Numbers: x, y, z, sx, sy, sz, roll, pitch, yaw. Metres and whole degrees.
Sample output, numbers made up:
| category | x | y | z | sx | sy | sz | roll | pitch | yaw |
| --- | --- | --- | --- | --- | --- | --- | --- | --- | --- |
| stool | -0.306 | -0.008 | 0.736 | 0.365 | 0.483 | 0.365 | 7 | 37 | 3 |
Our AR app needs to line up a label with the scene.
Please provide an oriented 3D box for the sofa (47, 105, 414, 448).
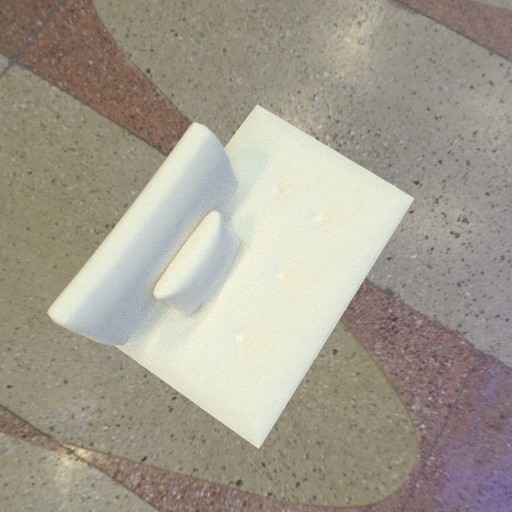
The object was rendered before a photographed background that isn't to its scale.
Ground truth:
| category | x | y | z | sx | sy | sz | roll | pitch | yaw |
| --- | --- | --- | --- | --- | --- | --- | --- | --- | --- |
| sofa | 0.000 | 0.000 | 2.118 | 1.000 | 0.820 | 1.450 | 33 | 79 | 7 |
